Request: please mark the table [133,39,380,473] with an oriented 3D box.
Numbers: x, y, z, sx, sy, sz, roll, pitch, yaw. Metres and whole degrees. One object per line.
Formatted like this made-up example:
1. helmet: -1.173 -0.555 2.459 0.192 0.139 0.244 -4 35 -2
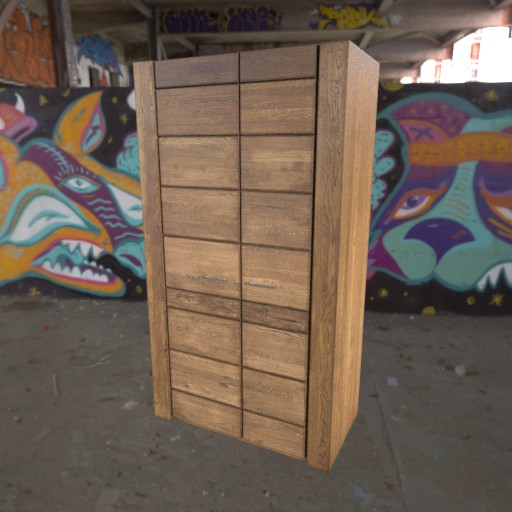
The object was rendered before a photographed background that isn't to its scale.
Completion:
1. table: 0.000 0.000 2.465 1.100 2.000 0.600 7 16 26
